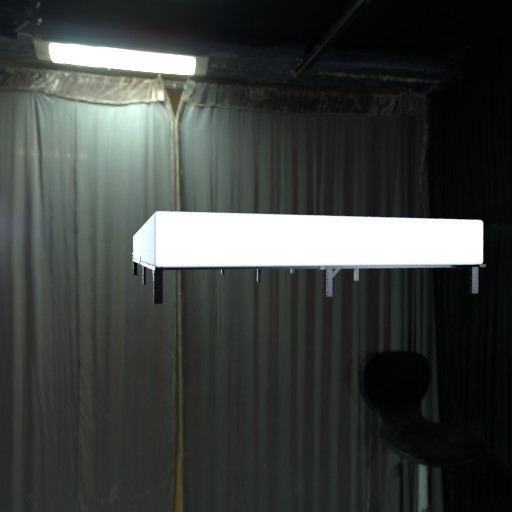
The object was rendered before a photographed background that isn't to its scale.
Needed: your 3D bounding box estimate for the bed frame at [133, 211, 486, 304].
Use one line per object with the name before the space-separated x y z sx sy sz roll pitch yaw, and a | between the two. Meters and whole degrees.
bed frame | 0.000 0.000 3.763 1.930 0.440 2.987 0 0 -17
